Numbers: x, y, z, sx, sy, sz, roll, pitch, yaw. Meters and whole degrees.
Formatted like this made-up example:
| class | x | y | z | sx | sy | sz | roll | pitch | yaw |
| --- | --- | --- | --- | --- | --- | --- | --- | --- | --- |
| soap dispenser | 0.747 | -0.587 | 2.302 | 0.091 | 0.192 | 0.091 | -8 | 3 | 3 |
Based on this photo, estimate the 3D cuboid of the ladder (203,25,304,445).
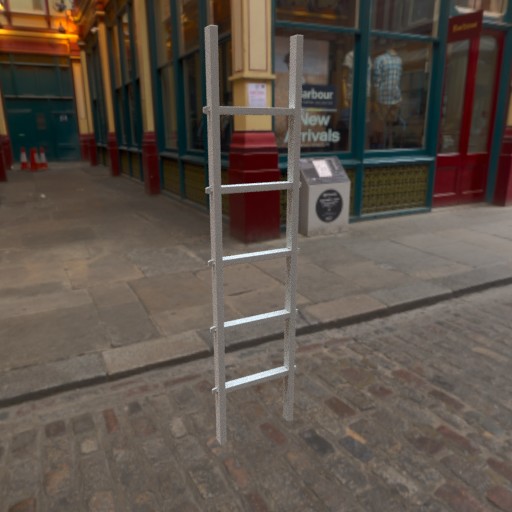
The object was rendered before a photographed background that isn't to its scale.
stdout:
| class | x | y | z | sx | sy | sz | roll | pitch | yaw |
| --- | --- | --- | --- | --- | --- | --- | --- | --- | --- |
| ladder | 0.000 | 0.000 | 1.955 | 0.452 | 1.797 | 0.051 | -8 | 18 | -27 |
